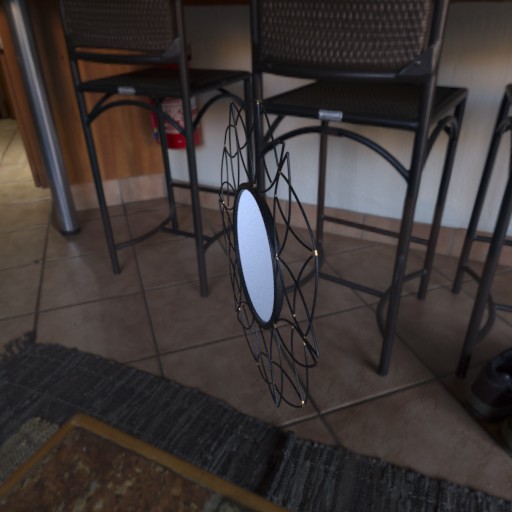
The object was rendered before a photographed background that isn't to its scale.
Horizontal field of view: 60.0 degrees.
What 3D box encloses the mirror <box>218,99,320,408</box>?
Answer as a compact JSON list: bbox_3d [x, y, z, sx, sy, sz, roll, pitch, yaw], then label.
[{"bbox_3d":[0.000,0.000,1.147,0.028,0.775,0.797,-9,32,-15],"label":"mirror"}]
